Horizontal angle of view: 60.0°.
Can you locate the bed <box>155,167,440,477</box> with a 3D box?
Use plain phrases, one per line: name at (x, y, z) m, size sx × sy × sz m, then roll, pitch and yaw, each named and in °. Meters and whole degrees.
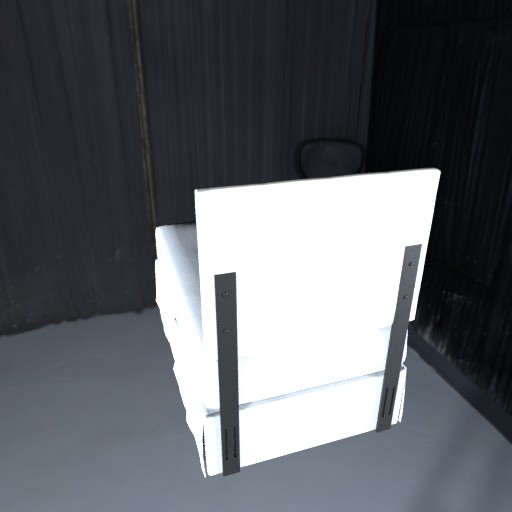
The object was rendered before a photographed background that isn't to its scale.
bed at (0.000, 0.000, 3.028) m, size 1.261 × 1.571 × 1.997 m, roll -8°, pitch 26°, yaw -17°
